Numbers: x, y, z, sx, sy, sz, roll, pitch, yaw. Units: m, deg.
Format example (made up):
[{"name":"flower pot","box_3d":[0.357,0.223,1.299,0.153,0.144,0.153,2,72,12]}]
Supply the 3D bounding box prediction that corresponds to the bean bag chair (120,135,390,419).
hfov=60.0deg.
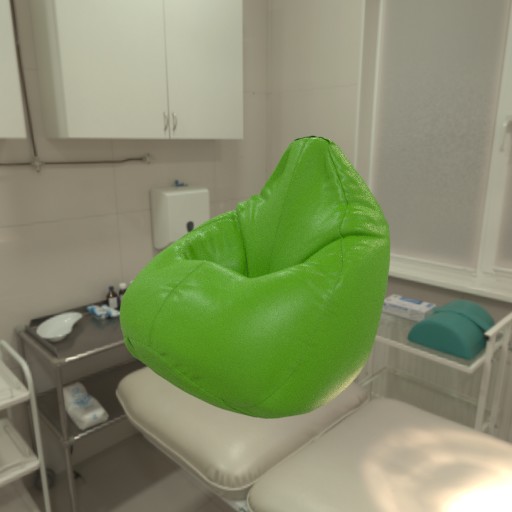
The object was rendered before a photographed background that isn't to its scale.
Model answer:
[{"name":"bean bag chair","box_3d":[0.000,0.000,1.875,1.070,0.990,1.070,14,20,43]}]
